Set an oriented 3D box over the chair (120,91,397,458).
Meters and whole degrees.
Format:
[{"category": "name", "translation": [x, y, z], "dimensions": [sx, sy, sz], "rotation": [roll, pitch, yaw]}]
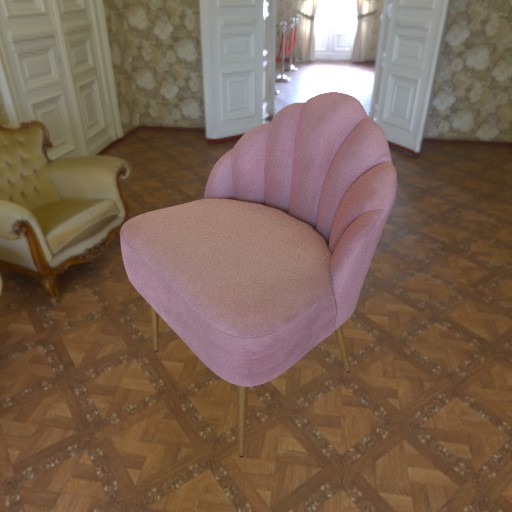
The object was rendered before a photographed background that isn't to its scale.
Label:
[{"category": "chair", "translation": [0.000, 0.000, 1.251], "dimensions": [0.599, 0.819, 0.657], "rotation": [-21, 36, -31]}]
